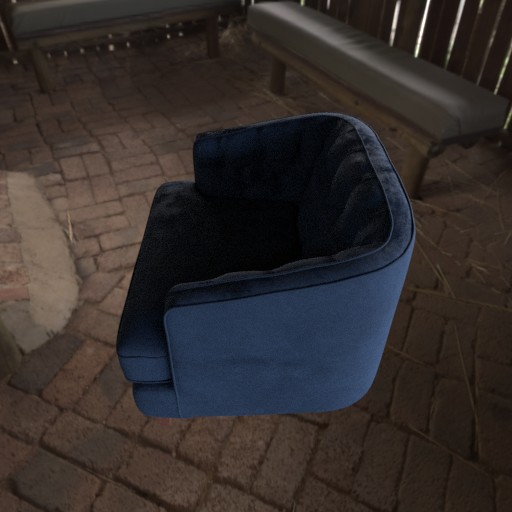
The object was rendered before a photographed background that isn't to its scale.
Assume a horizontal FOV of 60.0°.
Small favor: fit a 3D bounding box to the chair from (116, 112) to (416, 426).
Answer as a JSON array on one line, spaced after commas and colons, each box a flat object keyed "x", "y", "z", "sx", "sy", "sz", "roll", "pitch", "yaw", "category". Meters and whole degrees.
[{"x": 0.000, "y": 0.000, "z": 1.776, "sx": 0.940, "sy": 0.852, "sz": 1.094, "roll": -1, "pitch": 41, "yaw": -1, "category": "chair"}]
